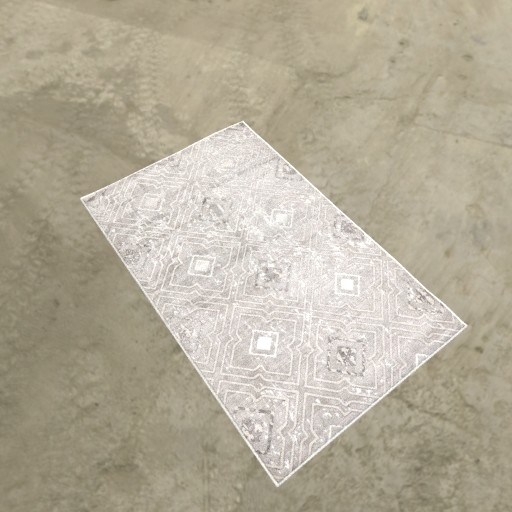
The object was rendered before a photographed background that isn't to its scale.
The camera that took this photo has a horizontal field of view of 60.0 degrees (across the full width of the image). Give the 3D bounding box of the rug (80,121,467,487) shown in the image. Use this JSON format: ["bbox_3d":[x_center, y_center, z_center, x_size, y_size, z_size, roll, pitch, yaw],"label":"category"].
[{"bbox_3d":[0.000,0.000,3.090,1.537,0.036,2.447,-31,62,-19],"label":"rug"}]
